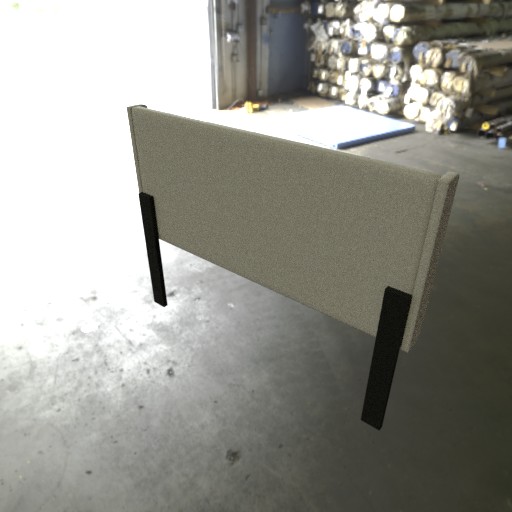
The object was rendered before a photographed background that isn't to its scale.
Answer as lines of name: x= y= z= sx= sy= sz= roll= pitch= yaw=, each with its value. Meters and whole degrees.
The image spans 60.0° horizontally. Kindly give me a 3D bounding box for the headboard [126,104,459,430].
headboard: x=0.000 y=0.000 z=2.735 sx=2.051 sy=1.524 sz=0.184 roll=22 pitch=38 yaw=32
